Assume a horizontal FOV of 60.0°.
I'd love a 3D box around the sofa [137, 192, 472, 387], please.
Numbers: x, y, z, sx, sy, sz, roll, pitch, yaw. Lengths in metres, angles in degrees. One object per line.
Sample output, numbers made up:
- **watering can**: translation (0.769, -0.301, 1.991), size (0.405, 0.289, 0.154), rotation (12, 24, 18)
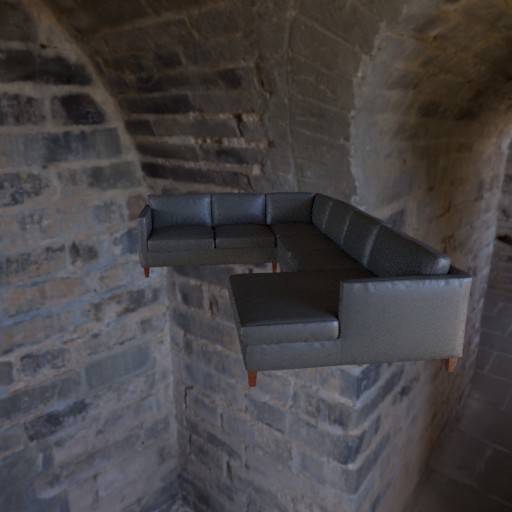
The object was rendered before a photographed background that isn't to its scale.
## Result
- **sofa**: translation (0.000, 0.000, 4.559), size (2.593, 0.923, 3.460), rotation (-2, 16, -7)
